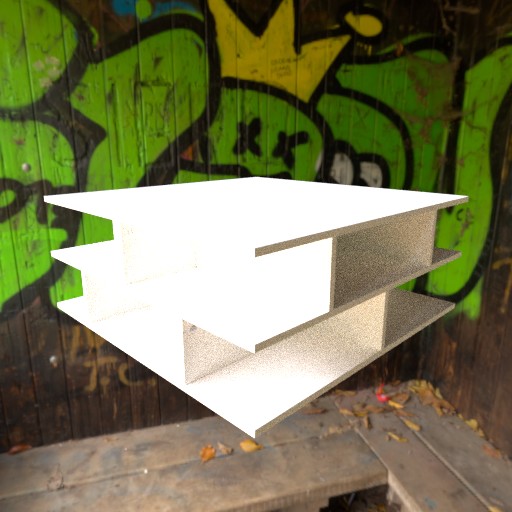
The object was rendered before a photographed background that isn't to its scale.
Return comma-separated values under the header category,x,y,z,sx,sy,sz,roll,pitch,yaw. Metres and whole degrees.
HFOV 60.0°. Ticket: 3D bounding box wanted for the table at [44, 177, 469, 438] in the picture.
category,x,y,z,sx,sy,sz,roll,pitch,yaw
table,0.000,0.000,1.071,0.700,0.289,0.700,-15,21,-43
